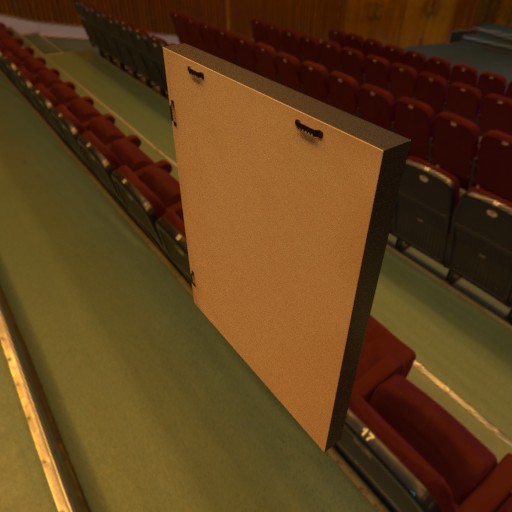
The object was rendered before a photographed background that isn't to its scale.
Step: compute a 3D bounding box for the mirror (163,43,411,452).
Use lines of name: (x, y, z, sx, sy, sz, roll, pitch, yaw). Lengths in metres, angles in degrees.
mirror: (0.000, 0.000, 0.664, 0.041, 0.508, 0.405, -25, 45, -27)
